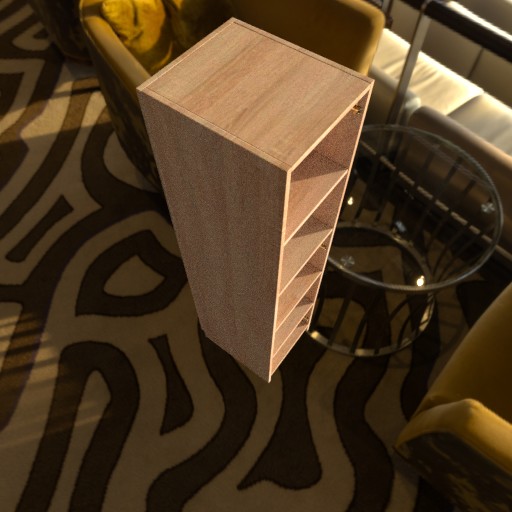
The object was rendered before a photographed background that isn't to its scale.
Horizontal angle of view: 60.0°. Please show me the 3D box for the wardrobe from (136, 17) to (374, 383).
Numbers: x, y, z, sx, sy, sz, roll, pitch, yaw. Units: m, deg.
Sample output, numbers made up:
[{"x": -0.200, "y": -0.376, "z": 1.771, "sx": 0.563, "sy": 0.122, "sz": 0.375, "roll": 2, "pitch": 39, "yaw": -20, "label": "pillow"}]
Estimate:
[{"x": 0.000, "y": 0.000, "z": 2.324, "sx": 0.588, "sy": 2.117, "sz": 0.496, "roll": 33, "pitch": 64, "yaw": 18, "label": "wardrobe"}]
